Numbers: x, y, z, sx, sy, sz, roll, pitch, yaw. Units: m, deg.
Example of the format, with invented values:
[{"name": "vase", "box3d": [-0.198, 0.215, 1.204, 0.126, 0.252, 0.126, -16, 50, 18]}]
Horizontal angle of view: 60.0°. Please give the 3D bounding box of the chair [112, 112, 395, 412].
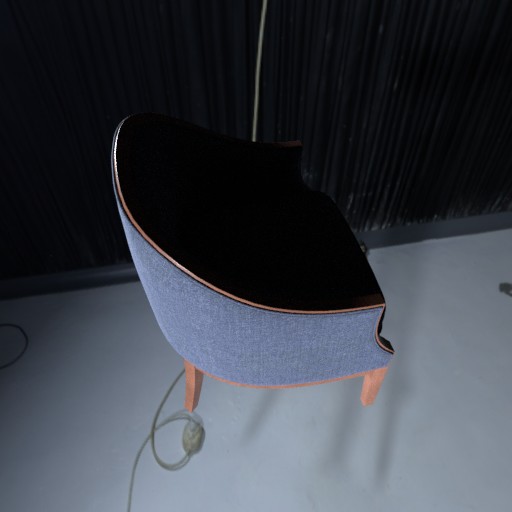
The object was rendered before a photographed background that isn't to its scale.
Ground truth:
[{"name": "chair", "box3d": [0.000, 0.000, 1.452, 0.735, 0.876, 0.803, -9, 47, -8]}]
